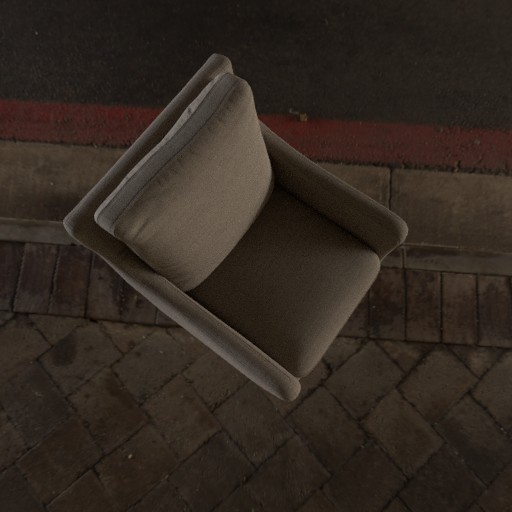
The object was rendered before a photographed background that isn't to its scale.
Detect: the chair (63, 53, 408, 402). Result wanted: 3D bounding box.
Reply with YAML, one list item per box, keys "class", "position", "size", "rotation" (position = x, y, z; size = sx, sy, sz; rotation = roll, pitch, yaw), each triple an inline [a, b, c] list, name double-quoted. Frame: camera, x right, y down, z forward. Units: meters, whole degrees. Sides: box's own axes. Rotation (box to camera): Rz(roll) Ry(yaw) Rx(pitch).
- class: "chair"
  position: [0.000, 0.000, 1.403]
  size: [0.694, 0.914, 0.626]
  rotation: [36, 78, 9]
